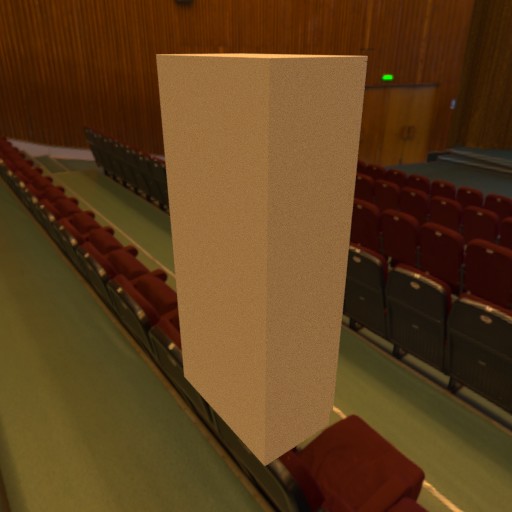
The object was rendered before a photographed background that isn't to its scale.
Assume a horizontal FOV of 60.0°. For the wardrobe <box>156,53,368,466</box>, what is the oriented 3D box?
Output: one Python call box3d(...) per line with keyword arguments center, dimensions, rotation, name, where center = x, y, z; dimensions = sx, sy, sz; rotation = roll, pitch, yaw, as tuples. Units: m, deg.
box3d(center=(0.000, 0.000, 2.060), dimensions=(0.470, 1.700, 0.760), rotation=(-18, 31, -33), name="wardrobe")
